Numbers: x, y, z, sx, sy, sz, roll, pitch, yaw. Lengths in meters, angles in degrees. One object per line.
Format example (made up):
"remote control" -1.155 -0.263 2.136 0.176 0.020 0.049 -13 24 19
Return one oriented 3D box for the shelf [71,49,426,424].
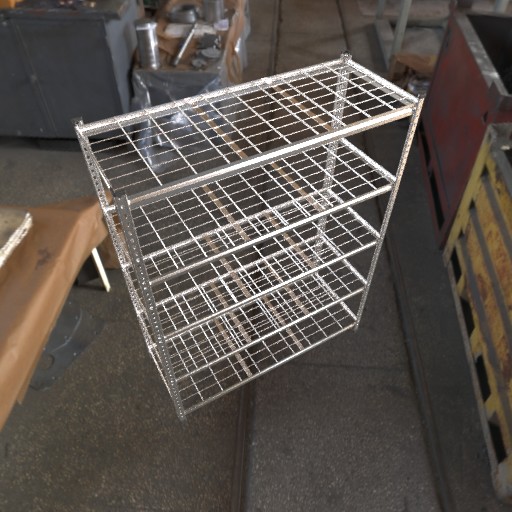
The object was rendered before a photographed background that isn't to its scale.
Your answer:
"shelf" 0.000 0.000 2.736 1.524 1.981 0.610 -23 50 -20
